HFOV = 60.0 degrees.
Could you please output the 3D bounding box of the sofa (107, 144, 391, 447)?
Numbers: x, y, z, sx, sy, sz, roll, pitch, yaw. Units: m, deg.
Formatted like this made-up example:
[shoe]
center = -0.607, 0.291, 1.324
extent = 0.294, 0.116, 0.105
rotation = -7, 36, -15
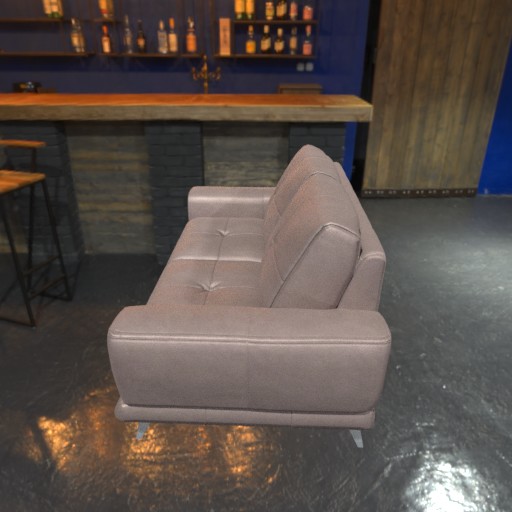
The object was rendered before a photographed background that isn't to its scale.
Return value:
[sofa]
center = 0.000, 0.000, 2.342
extent = 1.018, 0.907, 1.806
rotation = 1, 26, 2
